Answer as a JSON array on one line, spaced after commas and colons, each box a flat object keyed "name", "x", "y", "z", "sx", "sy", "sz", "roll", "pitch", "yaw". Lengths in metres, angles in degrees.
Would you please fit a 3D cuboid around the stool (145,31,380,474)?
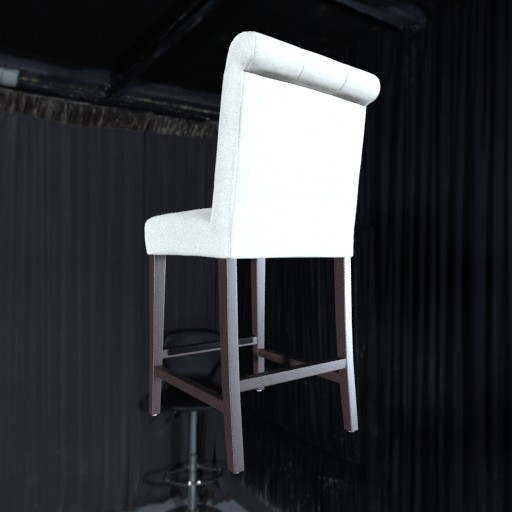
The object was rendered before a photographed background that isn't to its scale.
[{"name": "stool", "x": 0.000, "y": 0.000, "z": 1.351, "sx": 0.493, "sy": 1.040, "sz": 0.601, "roll": 0, "pitch": 1, "yaw": -36}]
